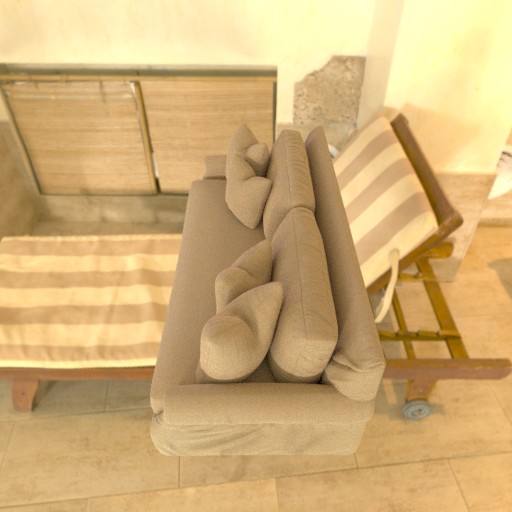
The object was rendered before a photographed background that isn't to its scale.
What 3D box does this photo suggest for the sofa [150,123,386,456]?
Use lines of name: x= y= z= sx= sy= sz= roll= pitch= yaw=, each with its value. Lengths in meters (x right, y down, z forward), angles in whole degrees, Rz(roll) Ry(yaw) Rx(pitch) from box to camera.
sofa: x=0.000 y=0.000 z=2.810 sx=1.067 sy=0.904 sz=2.285 roll=0 pitch=41 yaw=0
